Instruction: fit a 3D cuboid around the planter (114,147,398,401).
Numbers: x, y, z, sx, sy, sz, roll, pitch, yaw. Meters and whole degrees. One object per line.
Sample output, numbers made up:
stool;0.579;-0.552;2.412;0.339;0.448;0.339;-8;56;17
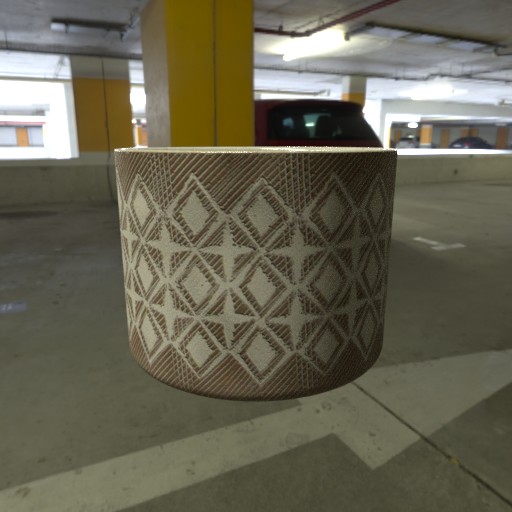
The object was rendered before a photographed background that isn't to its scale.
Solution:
planter;0.000;0.000;0.220;0.126;0.104;0.126;0;14;0
